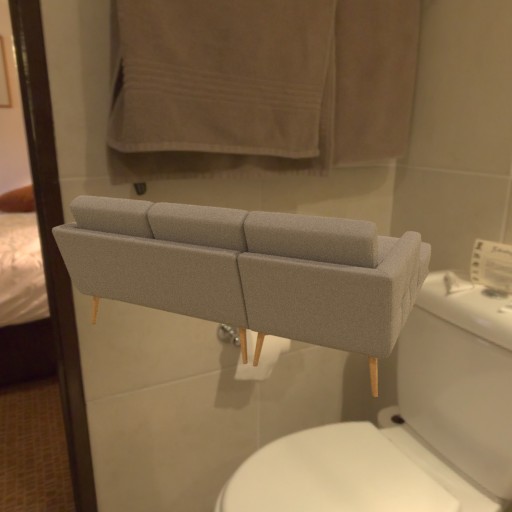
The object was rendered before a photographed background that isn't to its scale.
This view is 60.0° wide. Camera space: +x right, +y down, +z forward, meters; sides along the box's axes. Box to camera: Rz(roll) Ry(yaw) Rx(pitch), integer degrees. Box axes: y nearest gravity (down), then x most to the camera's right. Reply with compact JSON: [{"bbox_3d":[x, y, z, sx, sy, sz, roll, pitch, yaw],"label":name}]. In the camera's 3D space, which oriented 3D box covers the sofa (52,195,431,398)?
[{"bbox_3d":[0.000,0.000,2.922,2.040,0.860,1.530,8,18,26],"label":"sofa"}]
